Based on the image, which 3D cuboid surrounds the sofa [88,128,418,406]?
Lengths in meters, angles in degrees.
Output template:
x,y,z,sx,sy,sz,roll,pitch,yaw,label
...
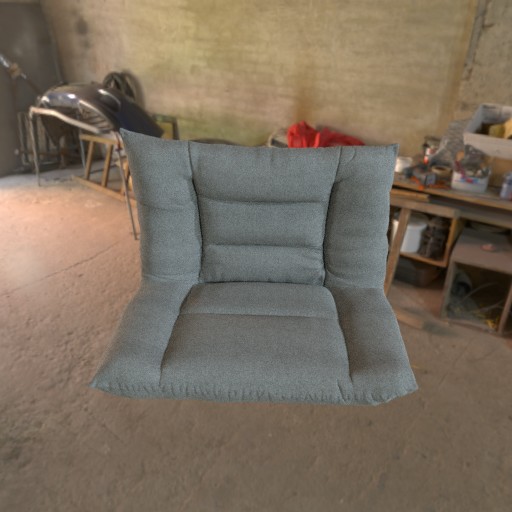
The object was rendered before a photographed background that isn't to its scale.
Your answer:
x,y,z,sx,sy,sz,roll,pitch,yaw,label
0.000,0.000,1.687,1.144,0.795,0.847,1,29,3,sofa
